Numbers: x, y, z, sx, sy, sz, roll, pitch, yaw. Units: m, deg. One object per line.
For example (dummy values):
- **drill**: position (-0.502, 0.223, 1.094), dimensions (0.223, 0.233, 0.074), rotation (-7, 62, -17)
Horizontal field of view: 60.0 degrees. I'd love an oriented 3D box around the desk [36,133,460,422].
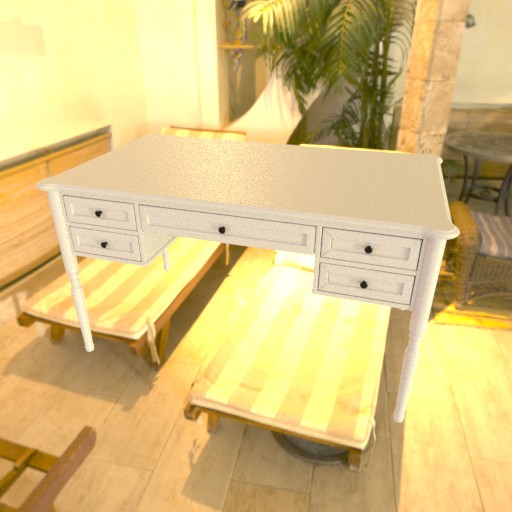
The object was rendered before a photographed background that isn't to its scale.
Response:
- **desk**: position (0.000, 0.000, 1.859), dimensions (1.380, 0.762, 0.807), rotation (8, 29, 15)
